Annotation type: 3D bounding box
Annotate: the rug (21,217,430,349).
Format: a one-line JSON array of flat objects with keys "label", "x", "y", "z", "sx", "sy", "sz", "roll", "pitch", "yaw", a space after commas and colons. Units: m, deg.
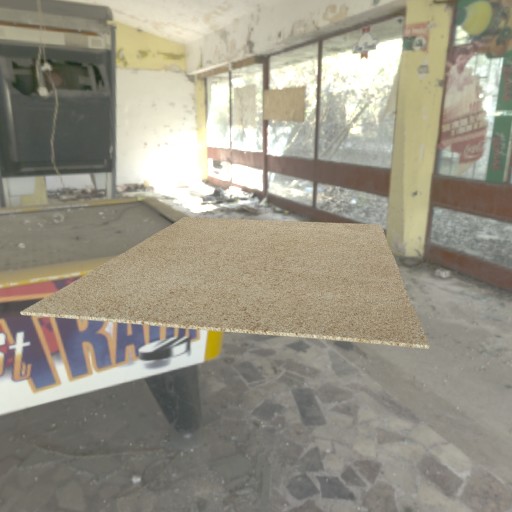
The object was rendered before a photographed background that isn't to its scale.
[{"label": "rug", "x": 0.000, "y": 0.000, "z": 3.938, "sx": 2.400, "sy": 0.025, "sz": 3.000, "roll": 3, "pitch": 17, "yaw": 10}]
